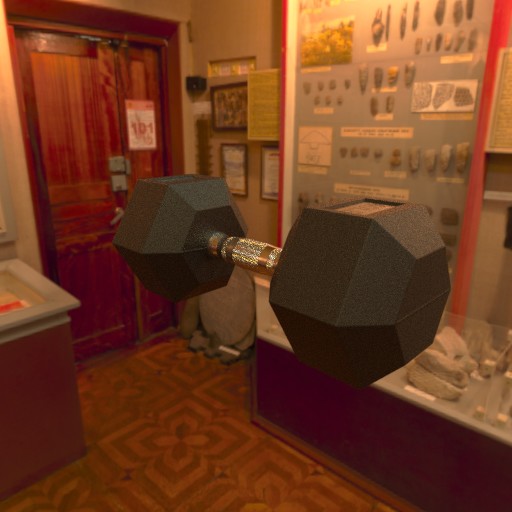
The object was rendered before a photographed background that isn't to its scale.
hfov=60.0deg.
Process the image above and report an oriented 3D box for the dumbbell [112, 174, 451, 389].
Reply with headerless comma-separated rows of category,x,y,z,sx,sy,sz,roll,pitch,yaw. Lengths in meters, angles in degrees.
dumbbell,0.000,0.000,0.456,0.361,0.137,0.157,16,23,42
